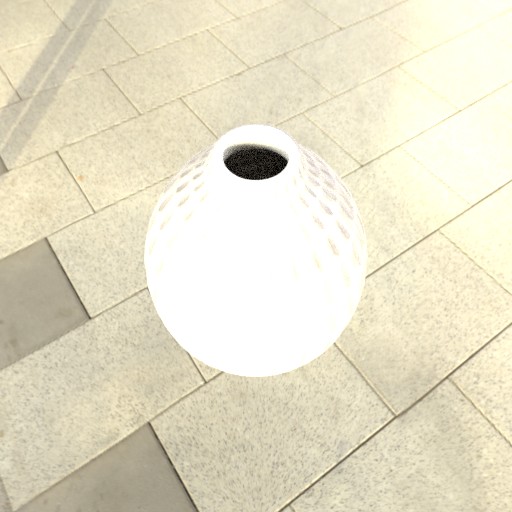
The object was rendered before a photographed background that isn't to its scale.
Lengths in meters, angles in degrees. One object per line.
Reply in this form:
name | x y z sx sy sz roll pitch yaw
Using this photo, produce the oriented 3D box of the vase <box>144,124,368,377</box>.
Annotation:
vase | 0.000 0.000 0.260 0.128 0.167 0.128 0 58 0
